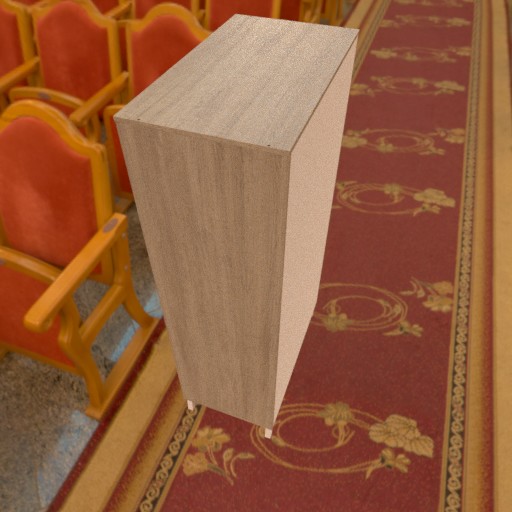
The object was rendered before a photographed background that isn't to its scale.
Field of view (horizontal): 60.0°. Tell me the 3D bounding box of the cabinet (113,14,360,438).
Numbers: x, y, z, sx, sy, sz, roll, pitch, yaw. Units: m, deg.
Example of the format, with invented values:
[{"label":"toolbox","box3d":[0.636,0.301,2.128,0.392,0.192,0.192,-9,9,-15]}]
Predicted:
[{"label":"cabinet","box3d":[0.000,0.000,2.343,0.571,1.999,1.006,15,47,14]}]
